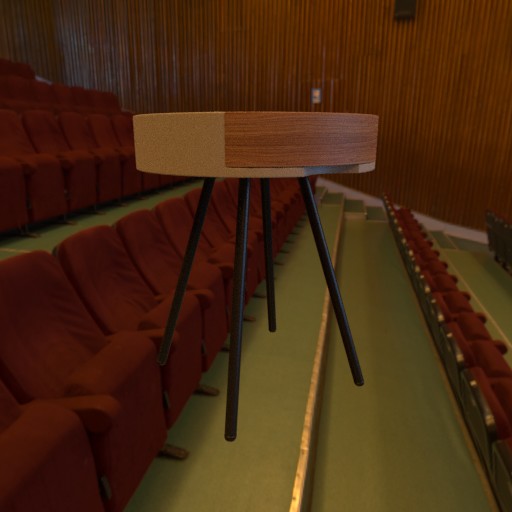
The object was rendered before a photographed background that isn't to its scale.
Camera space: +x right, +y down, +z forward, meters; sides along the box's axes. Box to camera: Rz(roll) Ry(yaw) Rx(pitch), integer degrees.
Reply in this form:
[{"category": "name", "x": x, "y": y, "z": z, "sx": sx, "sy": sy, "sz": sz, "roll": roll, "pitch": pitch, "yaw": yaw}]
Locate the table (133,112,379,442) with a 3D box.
[{"category": "table", "x": 0.000, "y": 0.000, "z": 0.878, "sx": 0.450, "sy": 0.525, "sz": 0.450, "roll": 0, "pitch": 16, "yaw": 0}]
